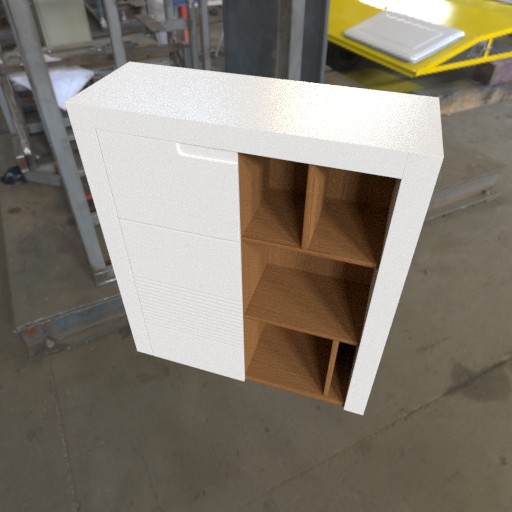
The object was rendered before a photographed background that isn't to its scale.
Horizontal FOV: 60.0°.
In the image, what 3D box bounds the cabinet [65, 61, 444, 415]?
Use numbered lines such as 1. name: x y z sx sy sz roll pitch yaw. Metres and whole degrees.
1. cabinet: 0.000 0.000 1.604 0.990 1.150 0.348 12 43 13
